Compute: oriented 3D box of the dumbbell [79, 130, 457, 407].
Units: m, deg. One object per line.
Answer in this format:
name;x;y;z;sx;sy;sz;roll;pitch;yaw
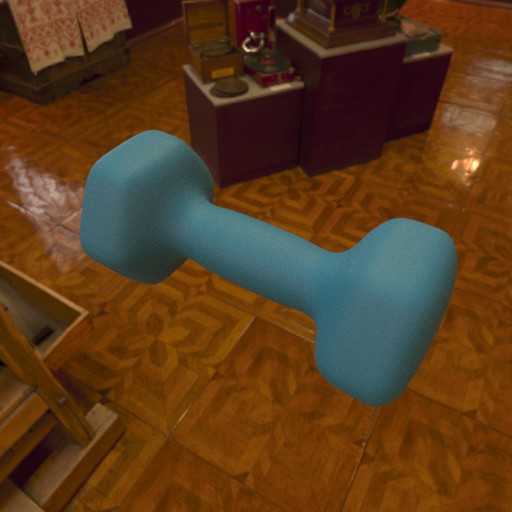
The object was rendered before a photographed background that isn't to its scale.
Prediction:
dumbbell;0.000;0.000;0.187;0.152;0.066;0.074;24;50;22
